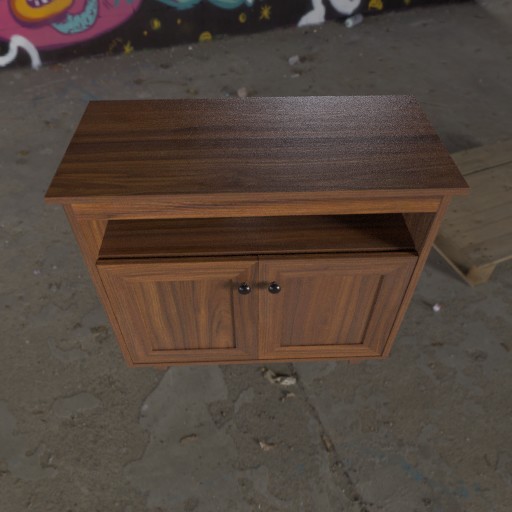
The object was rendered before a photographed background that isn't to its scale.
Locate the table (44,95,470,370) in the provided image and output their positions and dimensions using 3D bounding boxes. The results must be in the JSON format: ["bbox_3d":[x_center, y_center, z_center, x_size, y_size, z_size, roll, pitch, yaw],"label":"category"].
[{"bbox_3d":[0.000,0.000,1.222,0.802,0.725,0.390,-2,46,-1],"label":"table"}]
